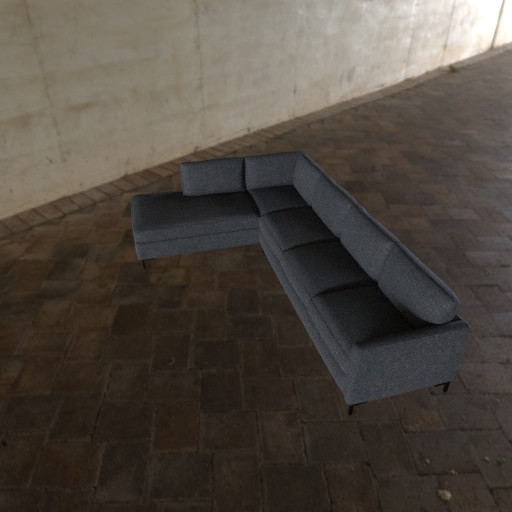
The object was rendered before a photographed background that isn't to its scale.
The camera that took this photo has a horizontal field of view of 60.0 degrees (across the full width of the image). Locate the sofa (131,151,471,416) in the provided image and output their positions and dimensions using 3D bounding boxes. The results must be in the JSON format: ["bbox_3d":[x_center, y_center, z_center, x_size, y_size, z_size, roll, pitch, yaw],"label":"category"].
[{"bbox_3d":[0.000,0.000,3.810,2.007,0.815,2.949,-9,34,-13],"label":"sofa"}]
